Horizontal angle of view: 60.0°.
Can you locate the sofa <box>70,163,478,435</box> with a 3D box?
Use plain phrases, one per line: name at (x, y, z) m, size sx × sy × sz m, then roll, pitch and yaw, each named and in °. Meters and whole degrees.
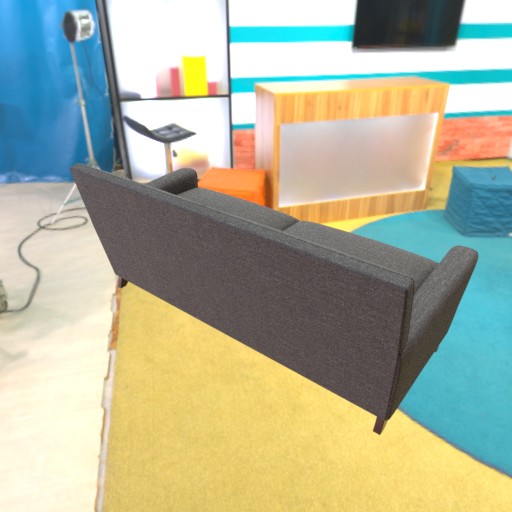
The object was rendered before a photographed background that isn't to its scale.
sofa at (0.000, 0.000, 2.382) m, size 1.976 × 0.846 × 0.875 m, roll 22°, pitch 36°, yaw 33°
